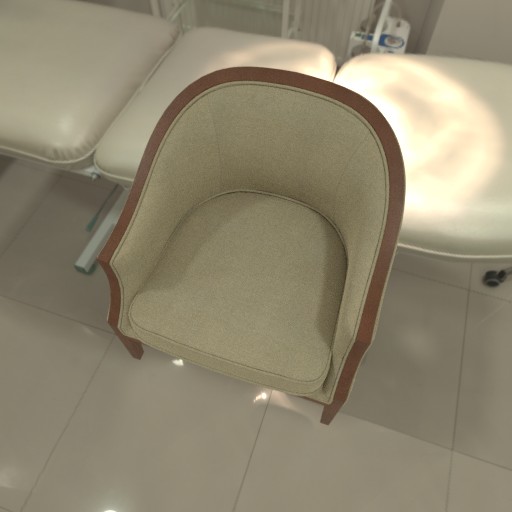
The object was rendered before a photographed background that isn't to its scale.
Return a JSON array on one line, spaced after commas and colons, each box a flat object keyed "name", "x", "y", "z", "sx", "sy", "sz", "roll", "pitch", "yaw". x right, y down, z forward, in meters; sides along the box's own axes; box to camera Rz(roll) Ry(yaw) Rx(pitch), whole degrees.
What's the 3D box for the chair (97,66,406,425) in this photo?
[{"name": "chair", "x": 0.000, "y": 0.000, "z": 1.436, "sx": 0.803, "sy": 0.876, "sz": 0.735, "roll": 16, "pitch": 60, "yaw": 10}]
